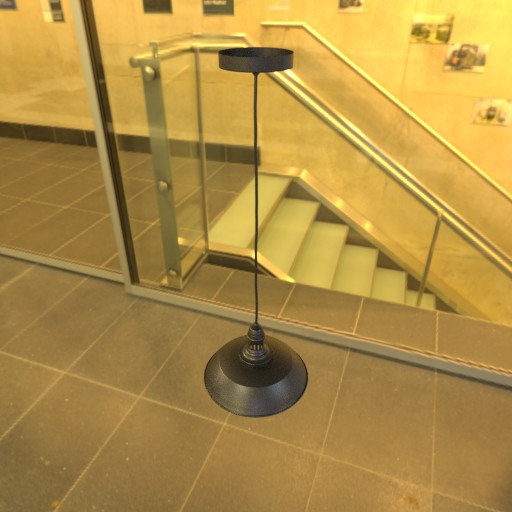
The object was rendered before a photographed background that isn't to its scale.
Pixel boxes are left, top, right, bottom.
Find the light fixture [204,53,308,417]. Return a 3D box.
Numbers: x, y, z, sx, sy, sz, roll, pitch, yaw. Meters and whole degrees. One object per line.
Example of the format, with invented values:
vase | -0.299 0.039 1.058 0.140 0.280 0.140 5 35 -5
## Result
light fixture | 0.000 0.000 1.178 0.331 0.993 0.331 0 32 1
